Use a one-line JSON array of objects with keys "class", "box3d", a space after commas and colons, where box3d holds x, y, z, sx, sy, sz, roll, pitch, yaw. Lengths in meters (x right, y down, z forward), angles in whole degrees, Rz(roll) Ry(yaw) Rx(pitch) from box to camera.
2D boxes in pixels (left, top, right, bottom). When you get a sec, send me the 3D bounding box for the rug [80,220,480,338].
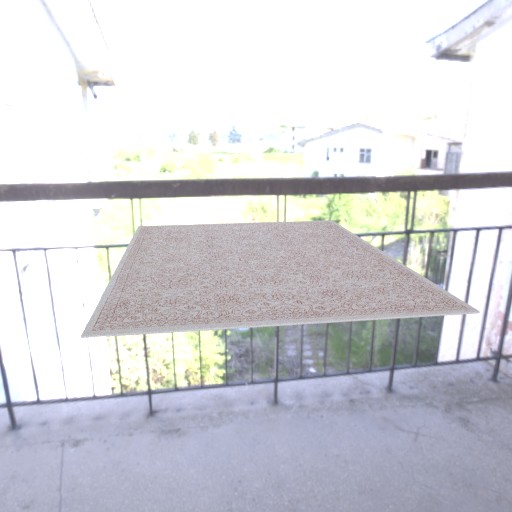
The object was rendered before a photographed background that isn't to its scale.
[{"class": "rug", "box3d": [0.000, 0.000, 4.099, 2.441, 0.015, 3.050, -2, 16, -8]}]
